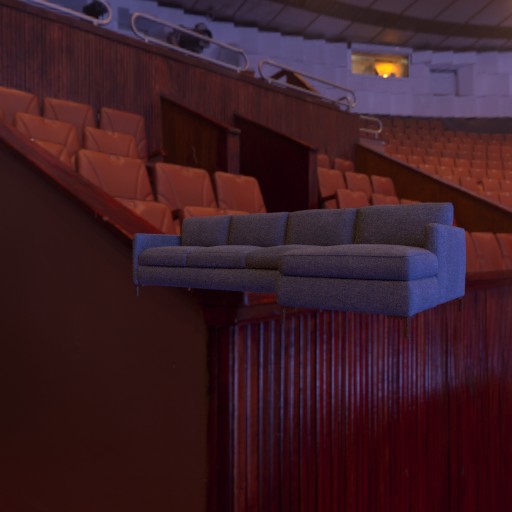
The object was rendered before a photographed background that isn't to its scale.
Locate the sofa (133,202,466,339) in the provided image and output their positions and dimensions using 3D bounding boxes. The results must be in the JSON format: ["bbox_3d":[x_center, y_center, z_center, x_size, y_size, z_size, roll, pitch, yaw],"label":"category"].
[{"bbox_3d":[0.000,0.000,3.598,2.932,0.810,1.350,1,1,37],"label":"sofa"}]
